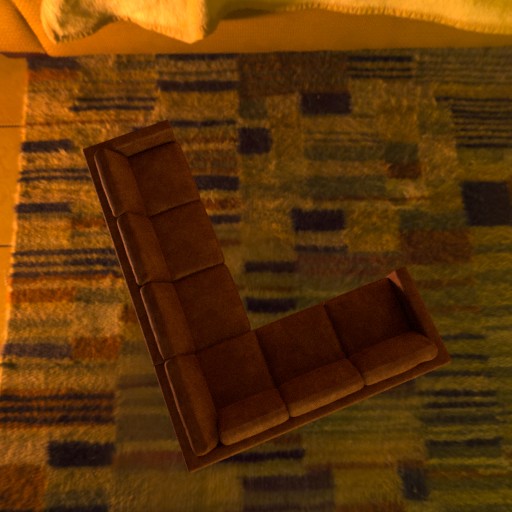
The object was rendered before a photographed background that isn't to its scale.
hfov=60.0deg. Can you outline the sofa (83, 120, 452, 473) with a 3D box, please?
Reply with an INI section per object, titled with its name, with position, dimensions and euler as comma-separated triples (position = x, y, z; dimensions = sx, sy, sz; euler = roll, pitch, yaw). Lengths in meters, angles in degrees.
[sofa]
position = 0.000, 0.000, 4.361
dimensions = 2.438, 0.838, 3.150
euler = -21, 77, -5
